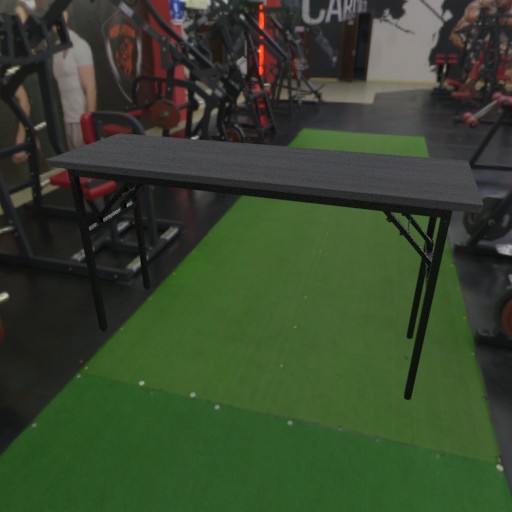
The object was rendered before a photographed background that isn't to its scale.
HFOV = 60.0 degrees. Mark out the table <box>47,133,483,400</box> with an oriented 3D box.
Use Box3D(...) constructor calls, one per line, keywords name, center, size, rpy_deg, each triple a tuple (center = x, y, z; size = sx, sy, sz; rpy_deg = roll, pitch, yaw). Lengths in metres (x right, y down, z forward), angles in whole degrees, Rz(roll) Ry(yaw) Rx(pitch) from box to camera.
Box3D(name="table", center=(0.000, 0.000, 1.713), size=(1.399, 0.750, 0.449), rpy_deg=(9, 29, 16))
